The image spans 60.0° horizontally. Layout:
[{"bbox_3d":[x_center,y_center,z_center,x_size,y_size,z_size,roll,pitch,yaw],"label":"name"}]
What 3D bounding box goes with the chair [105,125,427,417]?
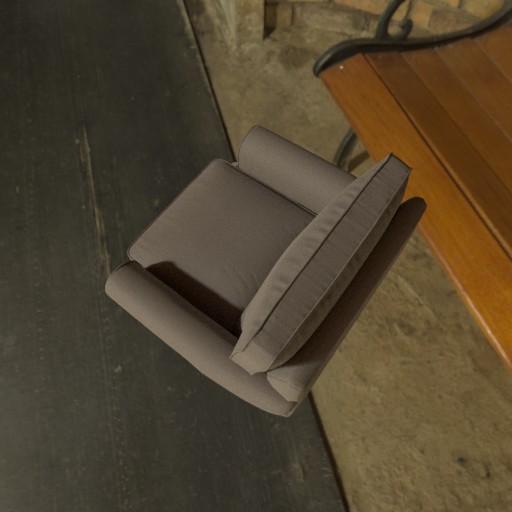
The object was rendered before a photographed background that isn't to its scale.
[{"bbox_3d":[0.000,0.000,1.856,0.966,0.967,1.029,34,69,15],"label":"chair"}]
